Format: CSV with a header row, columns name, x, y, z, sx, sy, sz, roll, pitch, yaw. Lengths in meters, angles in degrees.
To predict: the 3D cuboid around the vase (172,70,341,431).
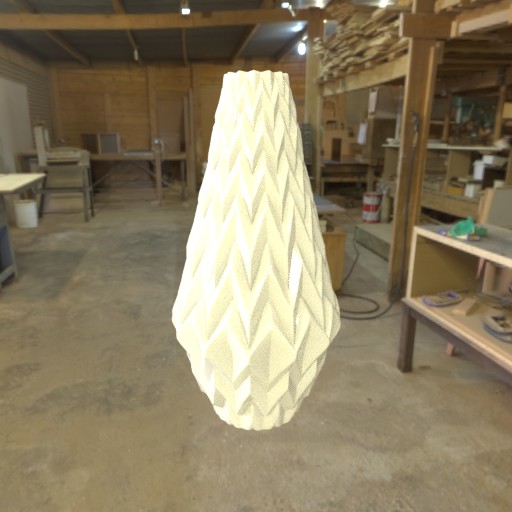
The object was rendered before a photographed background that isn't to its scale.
name,x,y,z,sx,sy,sz,roll,pitch,yaw
vase,0.000,0.000,0.429,0.167,0.328,0.167,0,16,0
